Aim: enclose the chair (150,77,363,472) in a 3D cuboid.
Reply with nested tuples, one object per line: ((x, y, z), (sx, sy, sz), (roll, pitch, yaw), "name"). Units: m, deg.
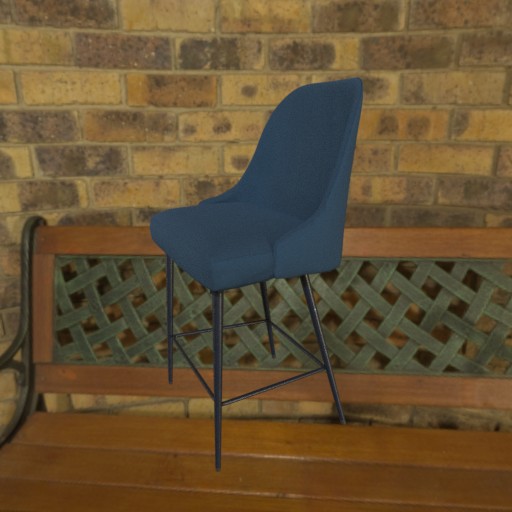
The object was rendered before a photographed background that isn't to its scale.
((0.000, 0.000, 1.231), (0.489, 0.927, 0.526), (-8, 19, -25), "chair")
